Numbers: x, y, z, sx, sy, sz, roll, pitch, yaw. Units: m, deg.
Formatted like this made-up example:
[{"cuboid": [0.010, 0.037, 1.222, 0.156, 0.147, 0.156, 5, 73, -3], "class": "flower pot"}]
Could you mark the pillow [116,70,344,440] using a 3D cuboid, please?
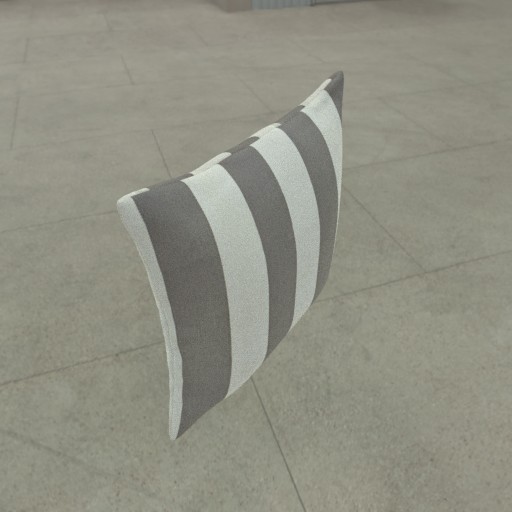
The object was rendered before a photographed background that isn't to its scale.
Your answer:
[{"cuboid": [0.000, 0.000, 0.790, 0.192, 0.507, 0.522, 25, 46, 26], "class": "pillow"}]
